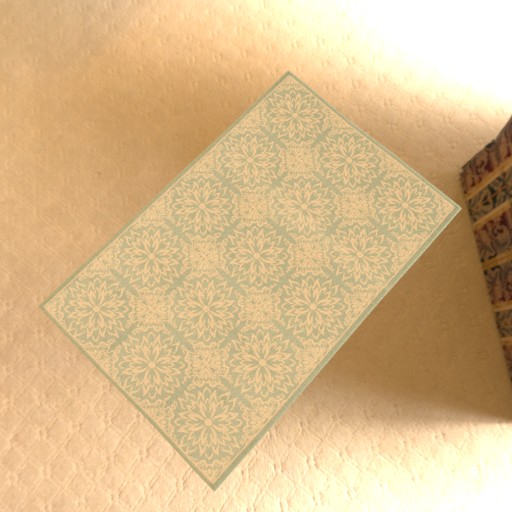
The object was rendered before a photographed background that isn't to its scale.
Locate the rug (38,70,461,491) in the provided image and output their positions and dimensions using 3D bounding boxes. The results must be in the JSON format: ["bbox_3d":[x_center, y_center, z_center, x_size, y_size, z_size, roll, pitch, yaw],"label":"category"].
[{"bbox_3d":[0.000,0.000,3.351,1.819,0.018,2.746,42,80,10],"label":"rug"}]
